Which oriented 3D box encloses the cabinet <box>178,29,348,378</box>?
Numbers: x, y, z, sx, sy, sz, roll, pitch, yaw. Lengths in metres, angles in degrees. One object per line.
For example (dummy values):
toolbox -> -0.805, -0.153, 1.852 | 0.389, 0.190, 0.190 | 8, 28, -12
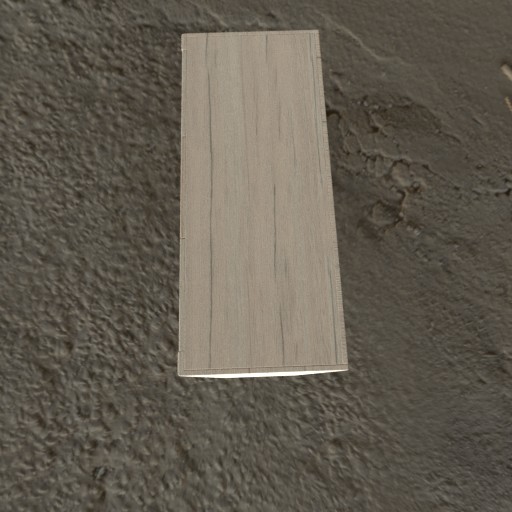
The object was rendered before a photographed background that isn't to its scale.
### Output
cabinet -> 0.000, 0.000, 2.686 | 0.580, 2.070, 1.400 | -2, 74, -1
